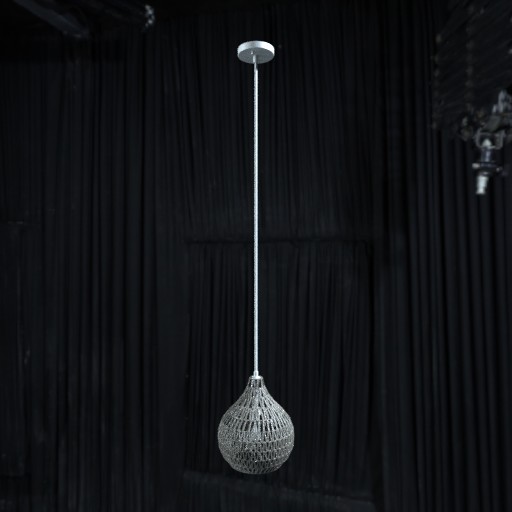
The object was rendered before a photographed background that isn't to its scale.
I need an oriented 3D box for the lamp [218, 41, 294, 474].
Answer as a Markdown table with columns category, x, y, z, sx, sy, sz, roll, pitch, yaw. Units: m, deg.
| category | x | y | z | sx | sy | sz | roll | pitch | yaw |
| --- | --- | --- | --- | --- | --- | --- | --- | --- | --- |
| lamp | 0.000 | 0.000 | 2.068 | 0.355 | 1.919 | 0.355 | 0 | 0 | 18 |
